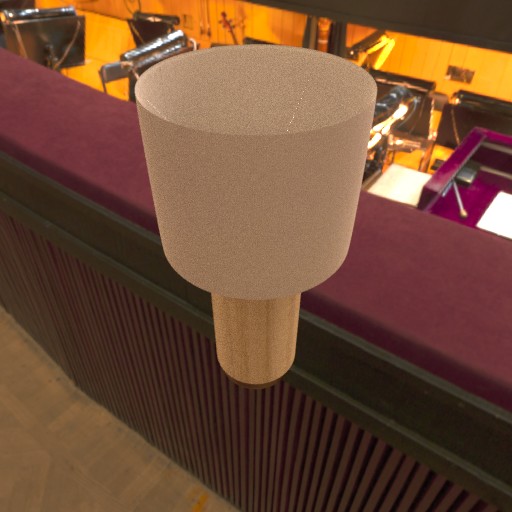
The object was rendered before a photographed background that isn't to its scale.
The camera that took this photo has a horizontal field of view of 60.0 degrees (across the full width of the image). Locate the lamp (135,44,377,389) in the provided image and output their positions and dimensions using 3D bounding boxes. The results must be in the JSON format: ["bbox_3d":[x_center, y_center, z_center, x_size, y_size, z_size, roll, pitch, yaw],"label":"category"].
[{"bbox_3d":[0.000,0.000,0.568,0.228,0.444,0.228,25,47,26],"label":"lamp"}]
